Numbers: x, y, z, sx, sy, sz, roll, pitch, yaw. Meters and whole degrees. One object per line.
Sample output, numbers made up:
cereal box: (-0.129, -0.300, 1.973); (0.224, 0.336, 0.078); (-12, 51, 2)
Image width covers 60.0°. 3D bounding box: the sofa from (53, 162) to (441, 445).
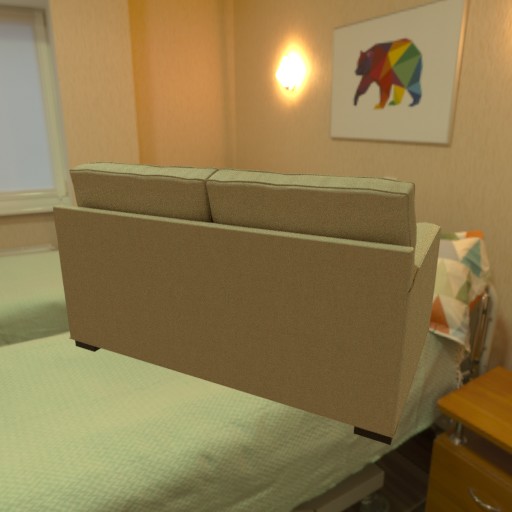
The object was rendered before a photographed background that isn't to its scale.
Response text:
sofa: (0.000, 0.000, 2.031); (1.484, 0.853, 0.942); (9, 19, 26)
